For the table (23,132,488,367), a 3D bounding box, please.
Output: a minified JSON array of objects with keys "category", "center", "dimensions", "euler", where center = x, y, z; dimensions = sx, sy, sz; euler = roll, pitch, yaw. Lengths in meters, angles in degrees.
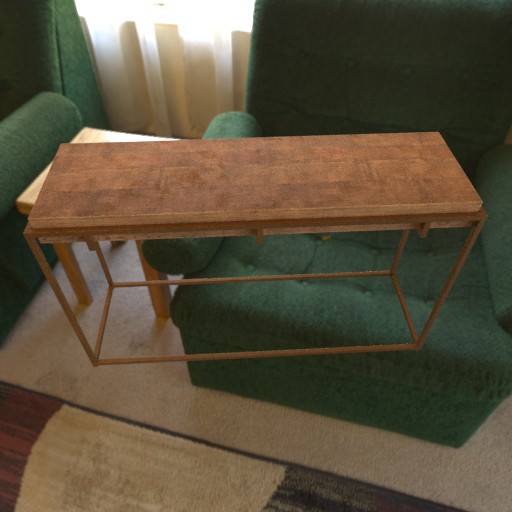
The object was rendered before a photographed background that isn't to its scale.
[{"category":"table","center":[0.000,0.000,1.752],"dimensions":[1.400,0.820,0.440],"euler":[-2,47,-2]}]
